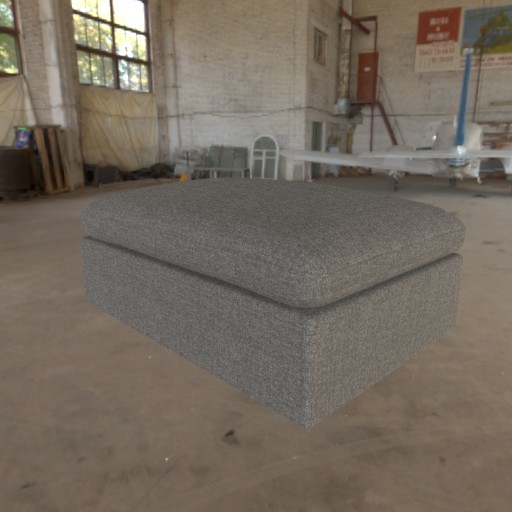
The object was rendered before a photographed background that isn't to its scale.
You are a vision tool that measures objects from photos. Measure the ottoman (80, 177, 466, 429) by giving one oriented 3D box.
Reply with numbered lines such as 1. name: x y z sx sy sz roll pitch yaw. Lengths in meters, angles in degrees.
1. ottoman: 0.000 0.000 1.422 0.711 0.483 1.041 -14 20 -42
